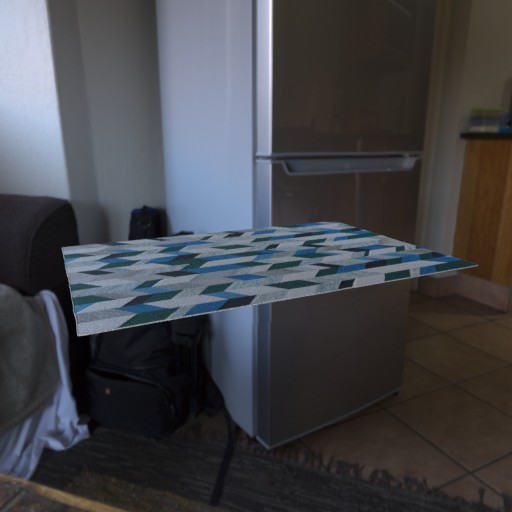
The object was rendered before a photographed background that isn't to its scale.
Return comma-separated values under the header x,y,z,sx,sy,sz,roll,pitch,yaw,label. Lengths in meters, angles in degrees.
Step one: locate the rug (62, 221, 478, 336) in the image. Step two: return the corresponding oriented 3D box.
x,y,z,sx,sy,sz,roll,pitch,yaw,label
0.000,0.000,2.317,1.827,0.005,1.229,-7,17,-24,rug
